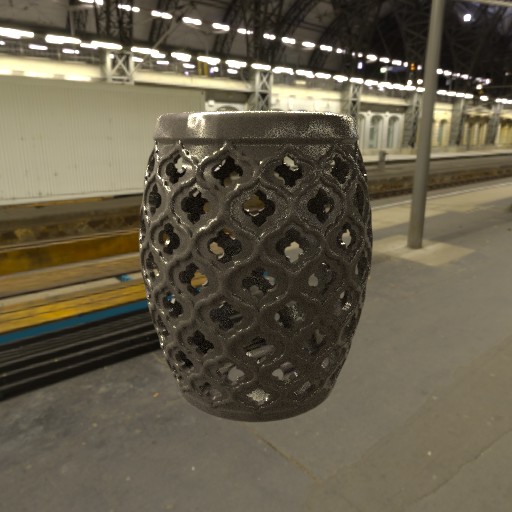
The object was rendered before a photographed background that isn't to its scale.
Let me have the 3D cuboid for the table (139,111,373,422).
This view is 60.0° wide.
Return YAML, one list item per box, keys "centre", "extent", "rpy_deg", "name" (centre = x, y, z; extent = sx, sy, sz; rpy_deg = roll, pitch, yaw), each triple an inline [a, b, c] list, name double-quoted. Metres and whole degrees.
- centre: [0.000, 0.000, 0.643]
  extent: [0.325, 0.388, 0.325]
  rpy_deg: [0, 15, 0]
  name: "table"
